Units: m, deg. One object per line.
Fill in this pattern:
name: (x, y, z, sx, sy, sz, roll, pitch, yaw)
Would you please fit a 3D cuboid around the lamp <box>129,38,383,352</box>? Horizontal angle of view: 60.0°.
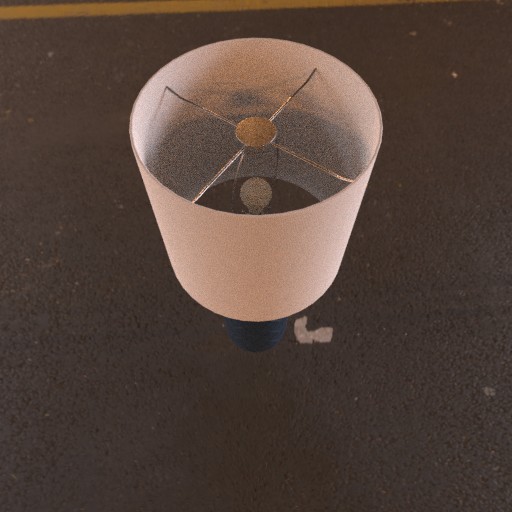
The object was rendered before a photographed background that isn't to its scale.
lamp: (0.000, 0.000, 0.563, 0.207, 0.461, 0.207, 31, 64, 17)
